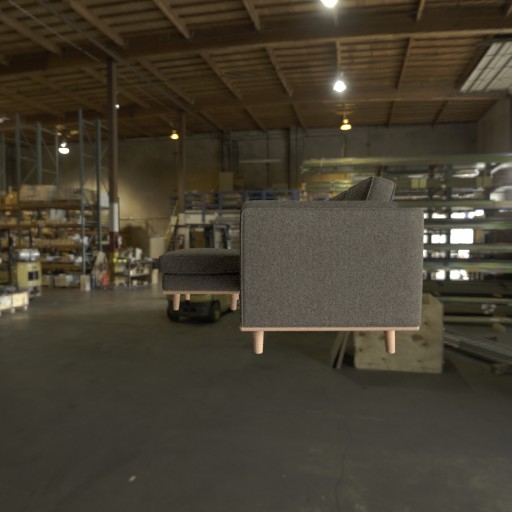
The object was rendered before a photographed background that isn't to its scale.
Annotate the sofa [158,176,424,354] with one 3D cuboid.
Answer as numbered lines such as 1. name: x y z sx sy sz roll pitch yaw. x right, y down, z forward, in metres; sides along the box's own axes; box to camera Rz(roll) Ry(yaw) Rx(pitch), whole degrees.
1. sofa: 0.000 0.000 3.261 1.604 0.929 2.411 0 2 0
